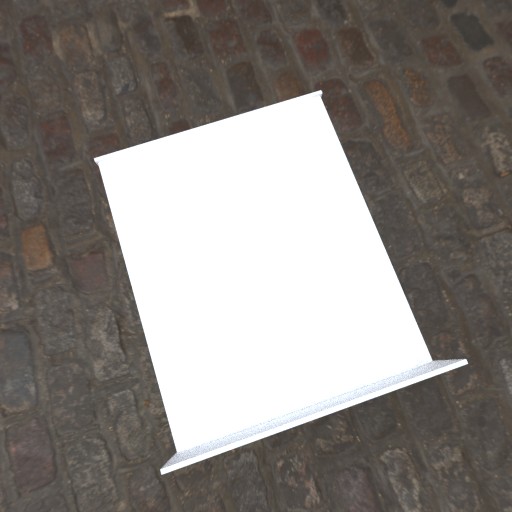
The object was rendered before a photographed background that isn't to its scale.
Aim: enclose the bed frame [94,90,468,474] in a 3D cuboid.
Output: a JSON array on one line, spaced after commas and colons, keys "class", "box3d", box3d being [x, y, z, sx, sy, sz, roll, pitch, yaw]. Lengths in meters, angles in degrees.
[{"class": "bed frame", "box3d": [0.000, 0.000, 2.813, 1.622, 0.800, 1.960, -18, 76, -5]}]
